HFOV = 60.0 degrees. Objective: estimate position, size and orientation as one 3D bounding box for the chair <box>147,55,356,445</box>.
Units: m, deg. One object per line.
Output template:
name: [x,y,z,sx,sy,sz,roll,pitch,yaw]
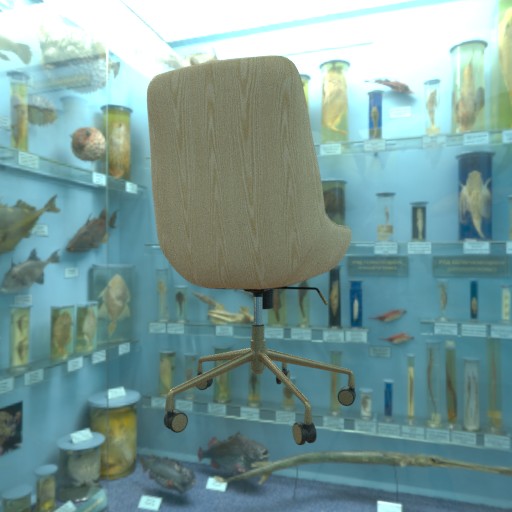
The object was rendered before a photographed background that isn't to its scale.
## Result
chair: [0.000,0.000,1.368,0.564,0.952,0.668,0,-1,19]
